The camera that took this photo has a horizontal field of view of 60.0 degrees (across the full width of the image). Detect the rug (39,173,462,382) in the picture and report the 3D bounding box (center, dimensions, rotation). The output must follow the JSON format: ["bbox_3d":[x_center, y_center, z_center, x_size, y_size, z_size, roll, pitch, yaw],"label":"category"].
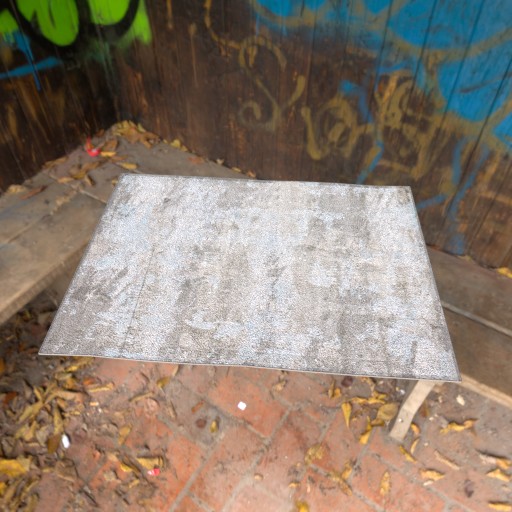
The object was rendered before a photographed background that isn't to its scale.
[{"bbox_3d":[0.000,0.000,4.255,3.307,0.013,2.393,3,47,3],"label":"rug"}]
